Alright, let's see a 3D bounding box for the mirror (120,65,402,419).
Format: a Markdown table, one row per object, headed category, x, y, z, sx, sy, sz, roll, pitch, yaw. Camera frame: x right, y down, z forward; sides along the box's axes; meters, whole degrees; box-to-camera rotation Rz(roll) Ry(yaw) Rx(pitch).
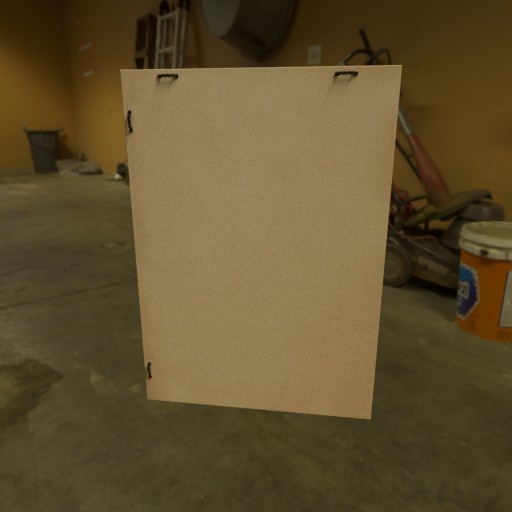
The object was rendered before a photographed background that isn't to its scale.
| category | x | y | z | sx | sy | sz | roll | pitch | yaw |
| --- | --- | --- | --- | --- | --- | --- | --- | --- | --- |
| mirror | 0.000 | 0.000 | 0.907 | 0.507 | 0.710 | 0.039 | 2 | 17 | 8 |
